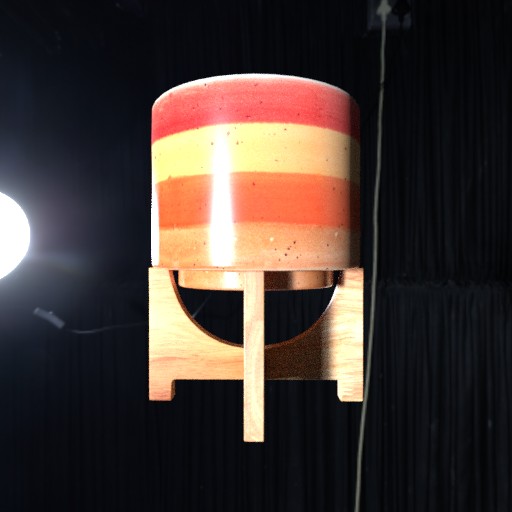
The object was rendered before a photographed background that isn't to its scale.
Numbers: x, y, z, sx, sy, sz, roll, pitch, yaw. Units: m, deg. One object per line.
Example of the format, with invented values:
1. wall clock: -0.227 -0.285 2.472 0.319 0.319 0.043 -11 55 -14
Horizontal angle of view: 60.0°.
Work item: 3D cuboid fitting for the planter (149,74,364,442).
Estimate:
1. planter: 0.000 0.000 0.418 0.199 0.268 0.199 0 0 0
